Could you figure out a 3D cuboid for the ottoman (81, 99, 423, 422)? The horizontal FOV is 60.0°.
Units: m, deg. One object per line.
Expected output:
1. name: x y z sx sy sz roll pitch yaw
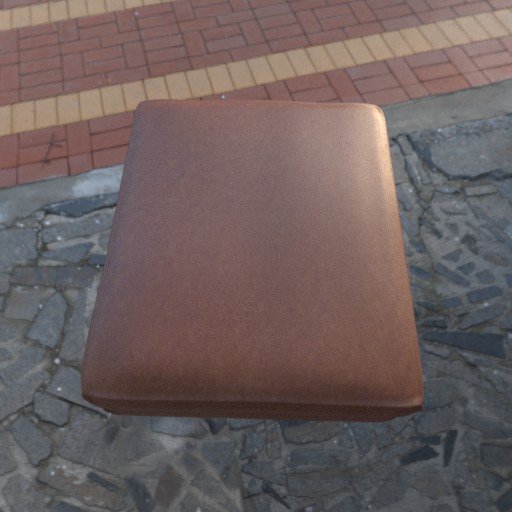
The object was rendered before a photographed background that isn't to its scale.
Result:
1. ottoman: 0.000 0.000 1.413 0.836 0.472 0.987 1 63 1
